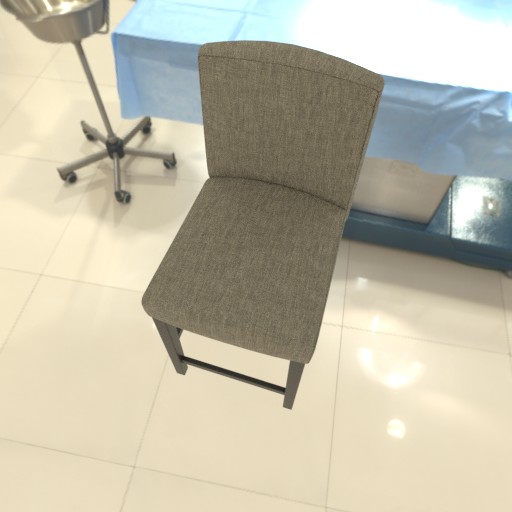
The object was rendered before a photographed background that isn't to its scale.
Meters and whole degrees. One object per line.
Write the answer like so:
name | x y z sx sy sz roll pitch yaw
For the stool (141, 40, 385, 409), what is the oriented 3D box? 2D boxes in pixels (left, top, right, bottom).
stool | 0.000 0.000 1.261 0.451 0.966 0.552 15 58 10
